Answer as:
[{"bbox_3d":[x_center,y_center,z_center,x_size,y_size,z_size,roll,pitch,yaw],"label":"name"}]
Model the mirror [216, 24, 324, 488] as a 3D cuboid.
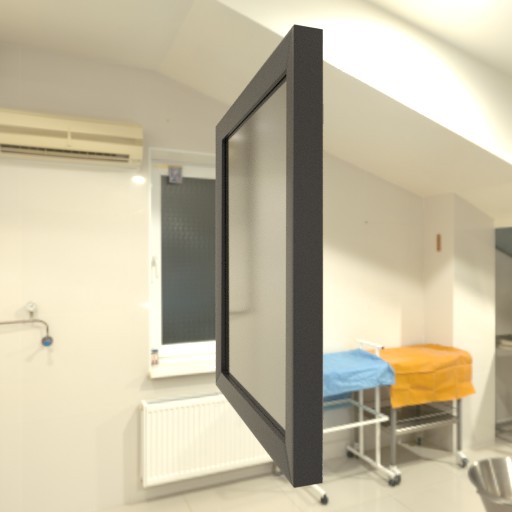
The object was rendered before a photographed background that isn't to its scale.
[{"bbox_3d":[0.000,0.000,0.684,0.041,0.508,0.405,0,0,-17],"label":"mirror"}]
